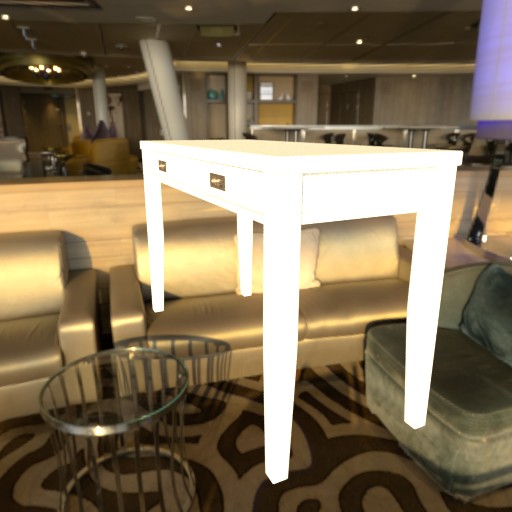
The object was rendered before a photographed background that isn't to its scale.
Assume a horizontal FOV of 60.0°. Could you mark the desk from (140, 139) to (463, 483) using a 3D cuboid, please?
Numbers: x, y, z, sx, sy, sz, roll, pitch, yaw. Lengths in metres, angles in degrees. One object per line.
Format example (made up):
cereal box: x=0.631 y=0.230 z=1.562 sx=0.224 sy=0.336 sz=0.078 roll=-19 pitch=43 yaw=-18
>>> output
desk: x=0.000 y=0.000 z=1.586 sx=0.508 sy=0.775 sz=1.220 roll=-8 pitch=18 yaw=-25
